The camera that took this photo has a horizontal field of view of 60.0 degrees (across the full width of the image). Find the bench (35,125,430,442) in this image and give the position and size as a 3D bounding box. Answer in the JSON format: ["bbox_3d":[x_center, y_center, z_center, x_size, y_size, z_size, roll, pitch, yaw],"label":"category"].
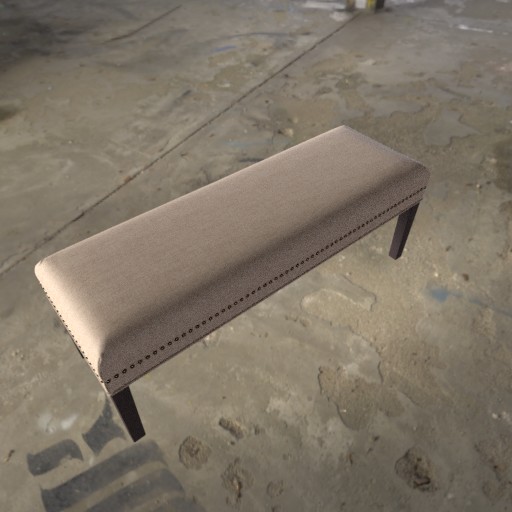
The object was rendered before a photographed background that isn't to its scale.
[{"bbox_3d":[0.000,0.000,1.473,1.219,0.457,0.410,-30,51,-27],"label":"bench"}]
